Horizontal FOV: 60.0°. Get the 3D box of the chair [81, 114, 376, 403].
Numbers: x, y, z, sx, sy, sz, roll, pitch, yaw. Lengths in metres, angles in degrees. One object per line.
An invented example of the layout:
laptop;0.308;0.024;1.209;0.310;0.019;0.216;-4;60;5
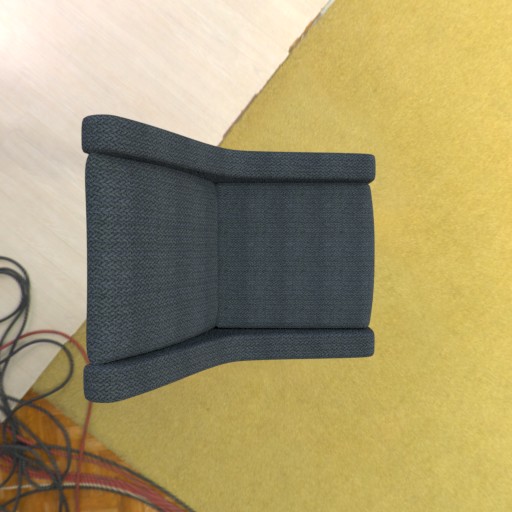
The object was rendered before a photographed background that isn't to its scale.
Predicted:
chair;0.000;0.000;1.684;0.944;1.012;0.793;0;91;0
